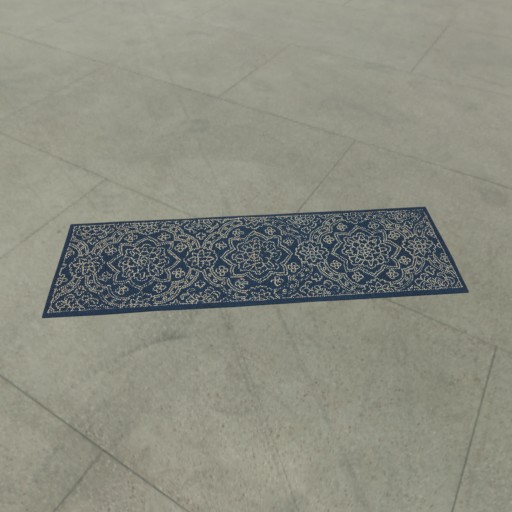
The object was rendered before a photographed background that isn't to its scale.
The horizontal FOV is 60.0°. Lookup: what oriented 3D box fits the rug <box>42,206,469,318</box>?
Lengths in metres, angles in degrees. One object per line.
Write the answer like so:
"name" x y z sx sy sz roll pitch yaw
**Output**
"rug" 0.000 0.000 2.781 2.448 0.012 0.769 -3 47 -3
